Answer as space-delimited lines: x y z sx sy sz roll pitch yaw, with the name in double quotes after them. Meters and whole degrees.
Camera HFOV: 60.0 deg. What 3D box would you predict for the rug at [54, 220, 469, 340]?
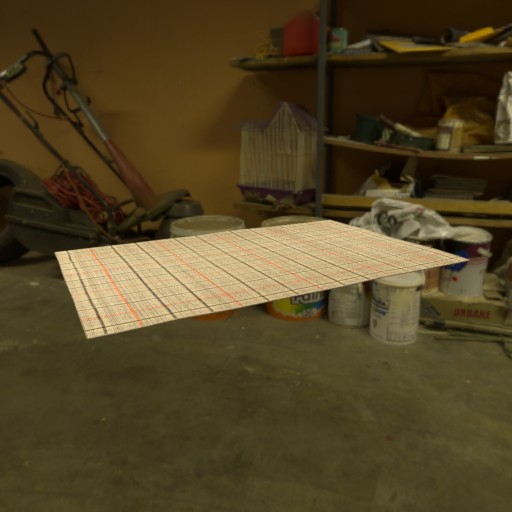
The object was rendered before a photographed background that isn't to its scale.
0.000 0.000 3.065 2.439 0.015 1.524 -9 18 -27 "rug"
